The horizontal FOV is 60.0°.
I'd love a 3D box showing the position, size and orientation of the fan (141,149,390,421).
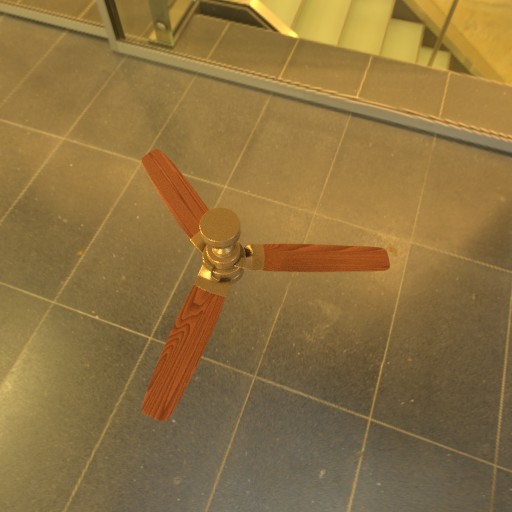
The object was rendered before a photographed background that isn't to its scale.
[{"bbox_3d":[0.000,0.000,2.032,1.271,0.425,1.416,0,61,0],"label":"fan"}]
